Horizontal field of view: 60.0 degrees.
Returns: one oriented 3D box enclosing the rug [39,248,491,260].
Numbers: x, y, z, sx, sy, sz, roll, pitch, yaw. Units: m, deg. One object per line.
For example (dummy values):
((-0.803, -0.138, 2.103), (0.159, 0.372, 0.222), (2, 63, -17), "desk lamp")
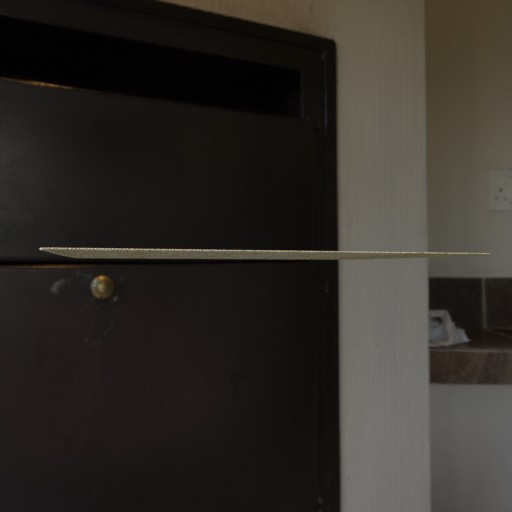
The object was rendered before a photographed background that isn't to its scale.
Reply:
((0.000, 0.000, 2.159), (1.758, 0.010, 1.143), (0, -2, -18), "rug")
